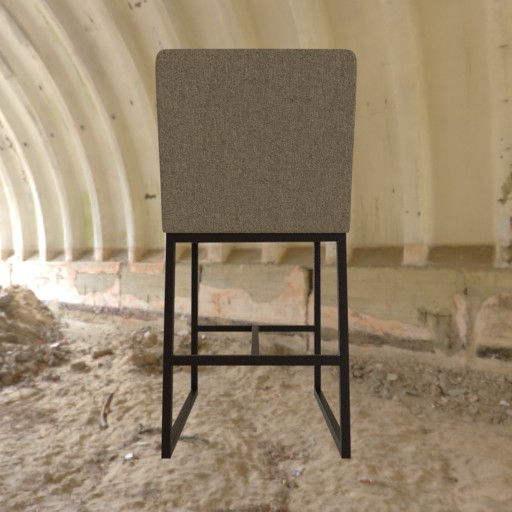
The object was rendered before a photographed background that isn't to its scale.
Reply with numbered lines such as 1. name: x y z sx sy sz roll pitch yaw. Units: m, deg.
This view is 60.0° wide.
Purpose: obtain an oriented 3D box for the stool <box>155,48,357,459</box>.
1. stool: 0.000 0.000 1.258 0.460 0.940 0.560 0 -1 0
